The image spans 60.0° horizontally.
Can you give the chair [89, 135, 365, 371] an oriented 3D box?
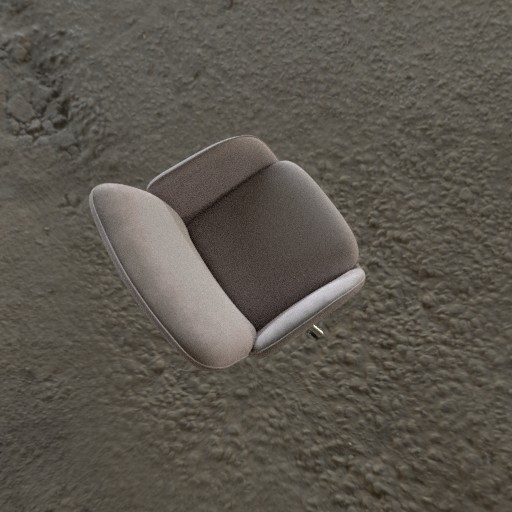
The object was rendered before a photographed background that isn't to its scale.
[{"bbox_3d":[0.000,0.000,1.397,0.654,0.959,0.648,-33,77,-9],"label":"chair"}]
